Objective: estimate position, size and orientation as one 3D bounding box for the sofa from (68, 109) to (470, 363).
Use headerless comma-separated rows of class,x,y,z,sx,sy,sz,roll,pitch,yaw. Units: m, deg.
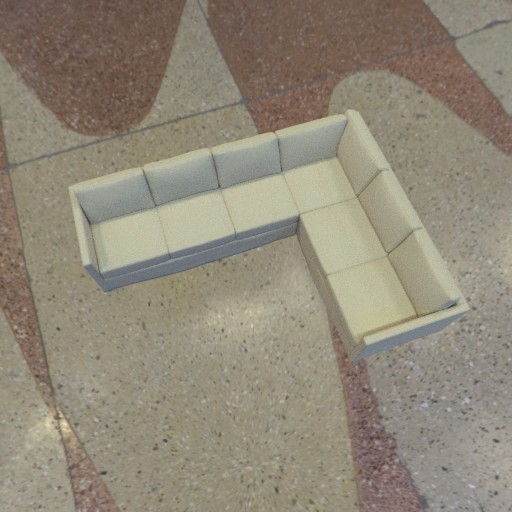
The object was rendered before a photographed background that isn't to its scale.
sofa,0.000,0.000,4.384,3.182,0.871,2.432,-17,66,-8
